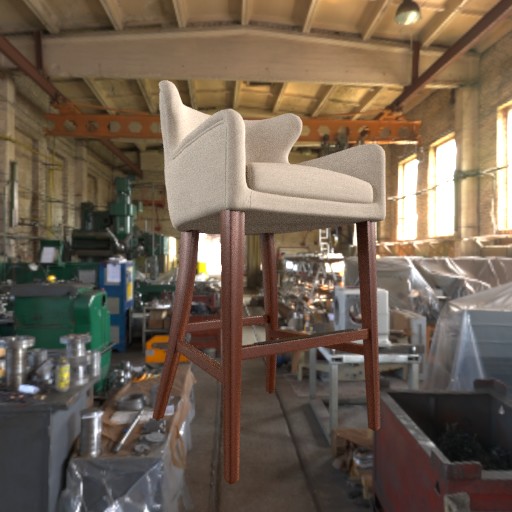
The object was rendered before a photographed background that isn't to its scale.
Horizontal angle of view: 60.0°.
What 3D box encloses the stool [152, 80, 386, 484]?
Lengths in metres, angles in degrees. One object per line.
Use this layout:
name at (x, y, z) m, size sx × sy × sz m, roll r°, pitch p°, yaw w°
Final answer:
stool at (0.000, 0.000, 1.361) m, size 0.556 × 1.034 × 0.563 m, roll 0°, pitch 0°, yaw -37°
